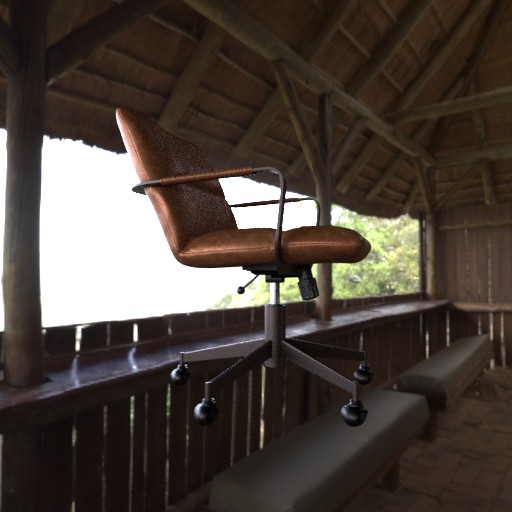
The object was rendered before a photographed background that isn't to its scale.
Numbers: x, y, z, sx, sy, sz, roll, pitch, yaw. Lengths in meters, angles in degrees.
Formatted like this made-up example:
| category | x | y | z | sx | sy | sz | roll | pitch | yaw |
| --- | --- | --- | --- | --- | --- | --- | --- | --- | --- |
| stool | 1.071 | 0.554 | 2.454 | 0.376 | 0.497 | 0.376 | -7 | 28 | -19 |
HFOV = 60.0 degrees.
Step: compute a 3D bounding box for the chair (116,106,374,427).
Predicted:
| category | x | y | z | sx | sy | sz | roll | pitch | yaw |
| --- | --- | --- | --- | --- | --- | --- | --- | --- | --- |
| chair | 0.000 | 0.000 | 1.499 | 0.754 | 0.922 | 0.727 | 0 | 0 | 17 |
